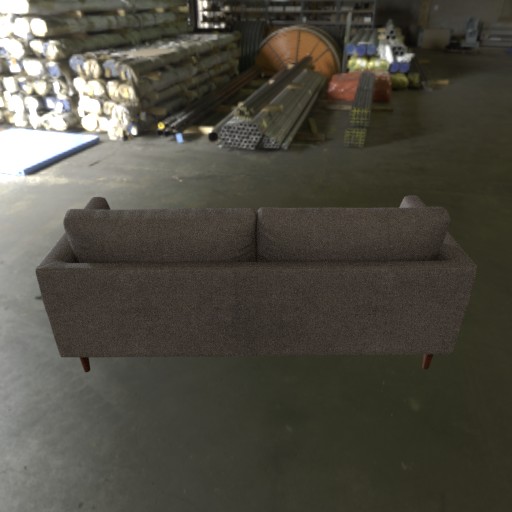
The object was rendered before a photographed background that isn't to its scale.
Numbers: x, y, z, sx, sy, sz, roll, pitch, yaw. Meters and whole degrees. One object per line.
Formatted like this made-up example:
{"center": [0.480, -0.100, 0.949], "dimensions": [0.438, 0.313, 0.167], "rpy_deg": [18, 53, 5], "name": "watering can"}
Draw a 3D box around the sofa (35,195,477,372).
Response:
{"center": [0.000, 0.000, 2.460], "dimensions": [1.948, 0.868, 1.020], "rpy_deg": [0, 30, -1], "name": "sofa"}
